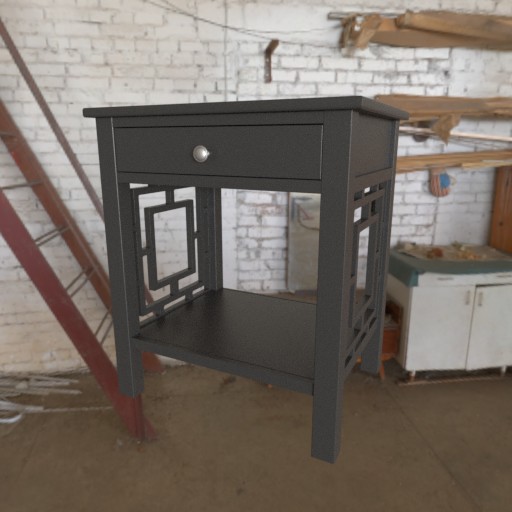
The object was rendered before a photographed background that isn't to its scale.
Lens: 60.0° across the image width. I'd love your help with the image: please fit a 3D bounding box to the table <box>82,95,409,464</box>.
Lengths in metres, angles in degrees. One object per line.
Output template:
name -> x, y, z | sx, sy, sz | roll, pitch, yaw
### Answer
table -> 0.000, 0.000, 1.030 | 0.564, 0.646, 0.451 | 7, 16, 26
